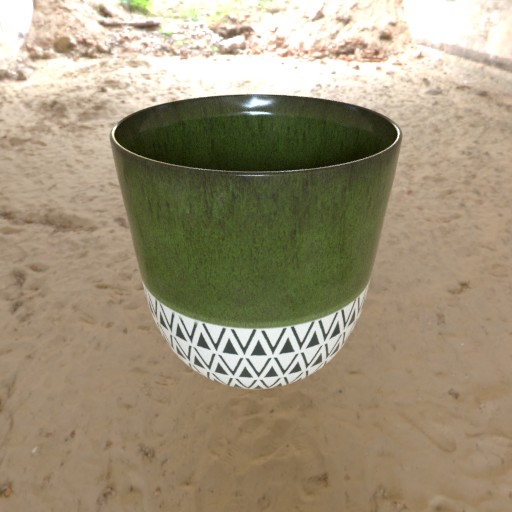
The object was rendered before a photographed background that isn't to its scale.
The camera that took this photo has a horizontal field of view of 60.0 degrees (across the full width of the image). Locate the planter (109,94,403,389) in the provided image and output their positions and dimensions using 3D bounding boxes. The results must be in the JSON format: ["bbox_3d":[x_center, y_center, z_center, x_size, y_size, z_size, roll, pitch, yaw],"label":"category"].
[{"bbox_3d":[0.000,0.000,0.454,0.245,0.270,0.245,0,31,0],"label":"planter"}]
